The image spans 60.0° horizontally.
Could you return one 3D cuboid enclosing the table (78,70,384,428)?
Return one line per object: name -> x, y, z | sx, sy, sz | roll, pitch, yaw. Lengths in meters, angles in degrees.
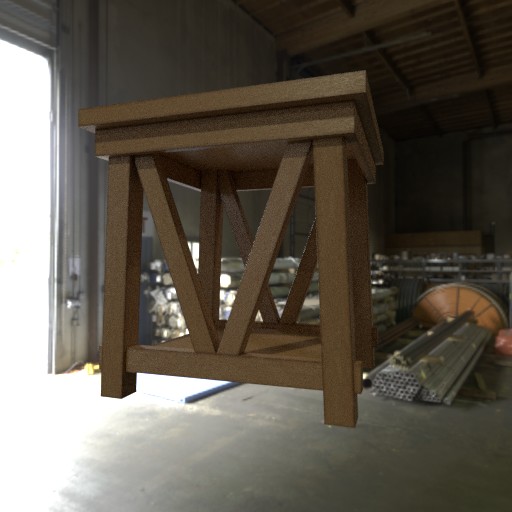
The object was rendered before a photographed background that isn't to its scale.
table -> 0.000, 0.000, 1.154 | 0.612, 0.638, 0.610 | 0, -1, 19
